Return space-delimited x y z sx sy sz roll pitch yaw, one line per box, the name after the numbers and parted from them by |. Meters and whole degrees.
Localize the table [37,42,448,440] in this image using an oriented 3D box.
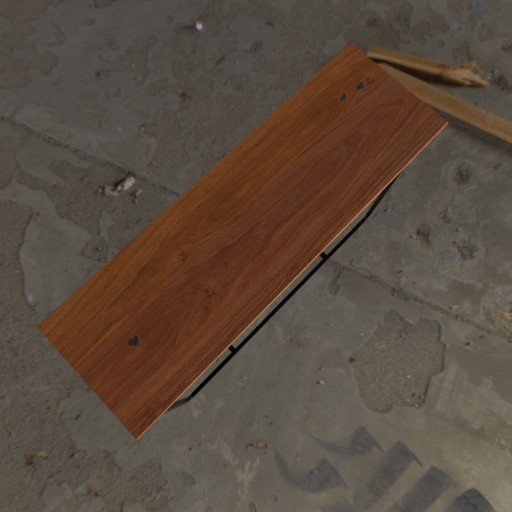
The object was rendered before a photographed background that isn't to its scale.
0.000 0.000 1.462 0.350 0.750 1.100 44 79 10 | table
